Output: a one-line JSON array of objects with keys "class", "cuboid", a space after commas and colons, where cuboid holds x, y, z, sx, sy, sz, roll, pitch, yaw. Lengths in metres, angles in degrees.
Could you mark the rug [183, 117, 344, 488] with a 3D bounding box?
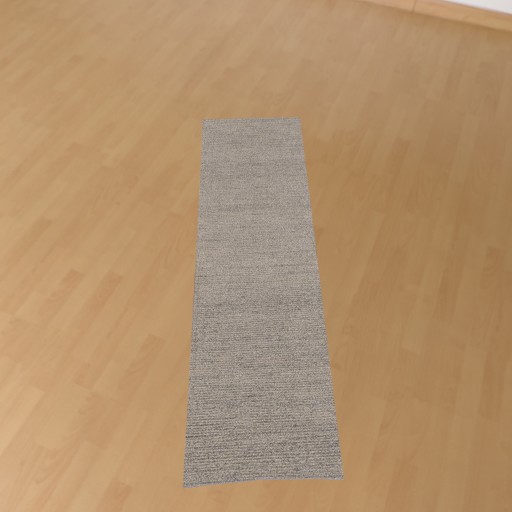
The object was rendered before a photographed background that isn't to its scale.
[{"class": "rug", "cuboid": [0.000, 0.000, 2.512, 0.692, 0.032, 2.320, -1, 57, -1]}]
